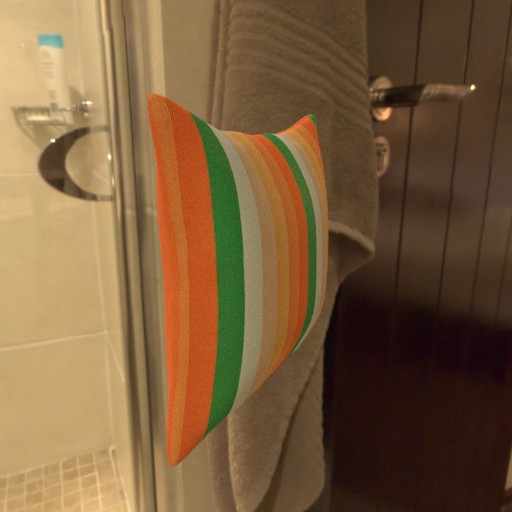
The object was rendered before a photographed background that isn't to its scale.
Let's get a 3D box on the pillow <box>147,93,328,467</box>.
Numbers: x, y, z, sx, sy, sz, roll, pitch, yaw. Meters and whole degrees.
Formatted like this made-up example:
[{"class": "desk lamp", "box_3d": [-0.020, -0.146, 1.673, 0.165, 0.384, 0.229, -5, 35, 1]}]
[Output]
[{"class": "pillow", "box_3d": [0.000, 0.000, 0.692, 0.169, 0.444, 0.453, 8, 16, 27]}]
